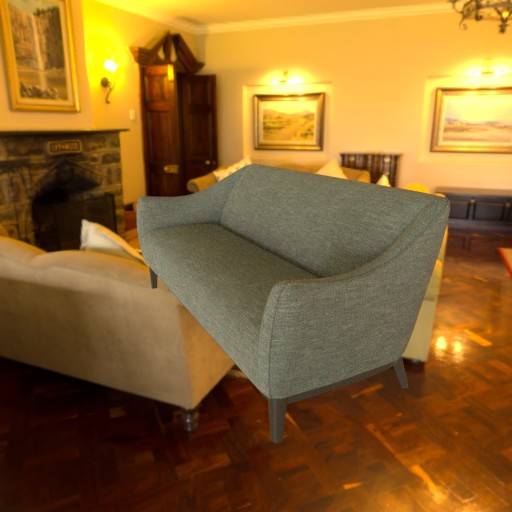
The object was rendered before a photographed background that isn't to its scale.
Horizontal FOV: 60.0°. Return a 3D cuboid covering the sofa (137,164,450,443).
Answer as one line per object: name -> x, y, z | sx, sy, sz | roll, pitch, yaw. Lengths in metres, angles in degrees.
sofa -> 0.000, 0.000, 2.374 | 0.867, 0.829, 1.928 | -8, 18, -26
